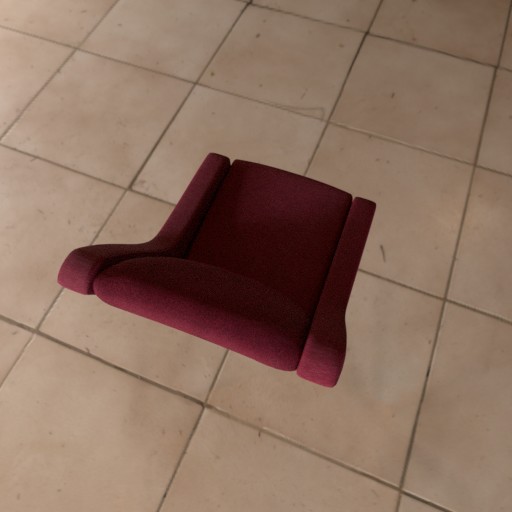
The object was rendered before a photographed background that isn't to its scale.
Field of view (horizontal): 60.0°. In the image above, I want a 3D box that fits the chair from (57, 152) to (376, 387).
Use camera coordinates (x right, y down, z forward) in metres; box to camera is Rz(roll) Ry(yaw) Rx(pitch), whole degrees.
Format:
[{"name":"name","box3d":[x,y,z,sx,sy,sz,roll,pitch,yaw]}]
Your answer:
[{"name":"chair","box3d":[0.000,0.000,1.752,0.793,1.017,0.985,19,65,9]}]
